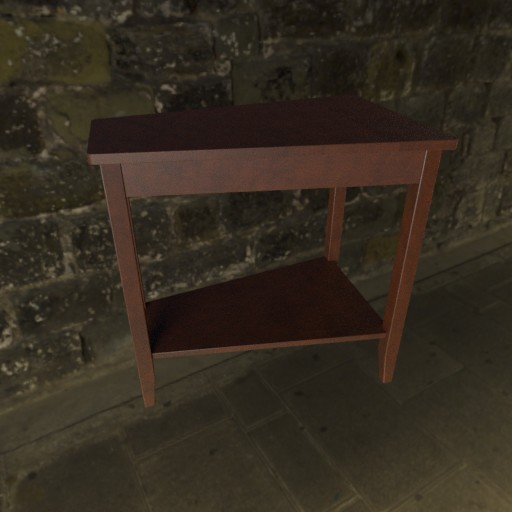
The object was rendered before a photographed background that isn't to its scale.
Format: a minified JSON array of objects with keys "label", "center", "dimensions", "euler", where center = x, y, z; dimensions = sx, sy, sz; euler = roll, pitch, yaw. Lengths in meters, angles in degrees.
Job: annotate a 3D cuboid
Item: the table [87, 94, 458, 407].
[{"label":"table","center":[0.000,0.000,0.993],"dimensions":[0.605,0.589,0.399],"euler":[-8,32,-14]}]
